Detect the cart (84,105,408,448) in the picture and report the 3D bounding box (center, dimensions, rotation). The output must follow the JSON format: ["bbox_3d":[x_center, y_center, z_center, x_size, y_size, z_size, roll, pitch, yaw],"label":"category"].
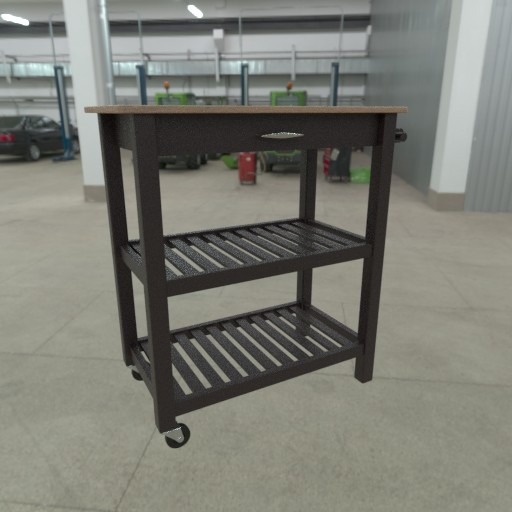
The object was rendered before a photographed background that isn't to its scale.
[{"bbox_3d":[0.000,0.000,1.454,0.899,0.927,0.457,-10,20,-27],"label":"cart"}]
